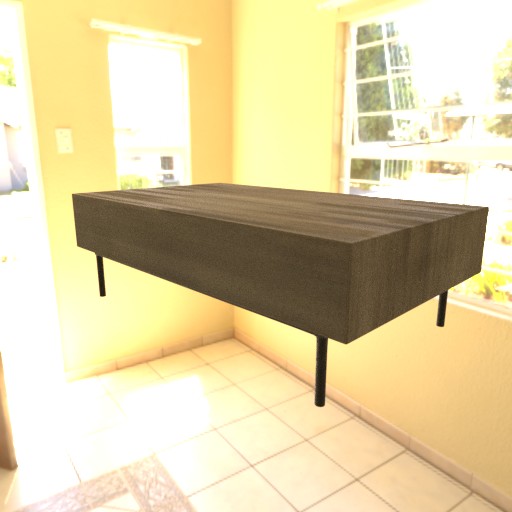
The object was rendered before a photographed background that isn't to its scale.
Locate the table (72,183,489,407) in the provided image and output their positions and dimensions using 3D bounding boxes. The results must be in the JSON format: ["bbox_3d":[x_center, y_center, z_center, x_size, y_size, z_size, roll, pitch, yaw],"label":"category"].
[{"bbox_3d":[0.000,0.000,1.354,0.643,0.347,1.088,-13,19,-43],"label":"table"}]
